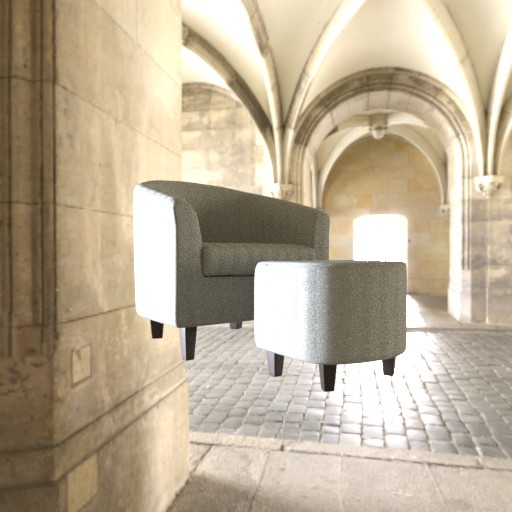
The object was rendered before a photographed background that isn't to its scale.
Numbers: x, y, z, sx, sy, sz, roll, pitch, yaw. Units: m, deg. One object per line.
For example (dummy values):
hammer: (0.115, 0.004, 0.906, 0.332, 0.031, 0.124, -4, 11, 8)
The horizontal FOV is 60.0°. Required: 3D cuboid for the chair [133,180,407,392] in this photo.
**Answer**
chair: (0.000, 0.000, 1.776, 0.756, 0.757, 1.288, 0, 0, -36)
